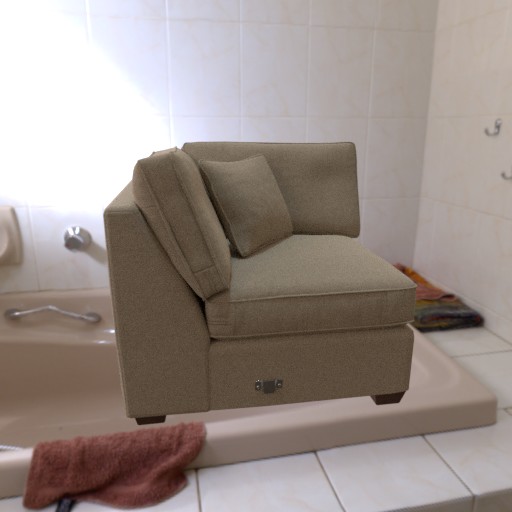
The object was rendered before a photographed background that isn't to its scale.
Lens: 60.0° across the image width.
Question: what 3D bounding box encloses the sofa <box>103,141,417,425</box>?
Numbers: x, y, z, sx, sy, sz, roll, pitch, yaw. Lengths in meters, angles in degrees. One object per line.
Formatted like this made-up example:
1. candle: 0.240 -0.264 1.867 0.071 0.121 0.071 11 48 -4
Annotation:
1. sofa: 0.000 0.000 2.033 1.146 1.002 1.084 -3 16 -9
